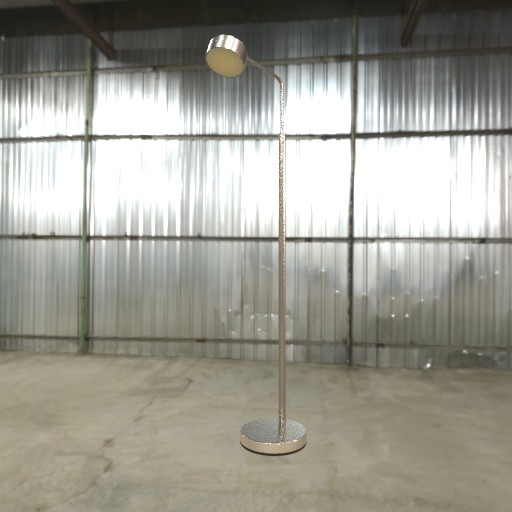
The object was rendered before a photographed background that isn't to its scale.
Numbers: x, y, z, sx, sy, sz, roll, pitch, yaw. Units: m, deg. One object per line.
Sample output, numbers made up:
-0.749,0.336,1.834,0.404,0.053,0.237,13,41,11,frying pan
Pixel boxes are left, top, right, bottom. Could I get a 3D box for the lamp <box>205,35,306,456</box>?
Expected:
0.000,0.000,1.415,0.222,1.250,0.421,0,0,36,lamp
